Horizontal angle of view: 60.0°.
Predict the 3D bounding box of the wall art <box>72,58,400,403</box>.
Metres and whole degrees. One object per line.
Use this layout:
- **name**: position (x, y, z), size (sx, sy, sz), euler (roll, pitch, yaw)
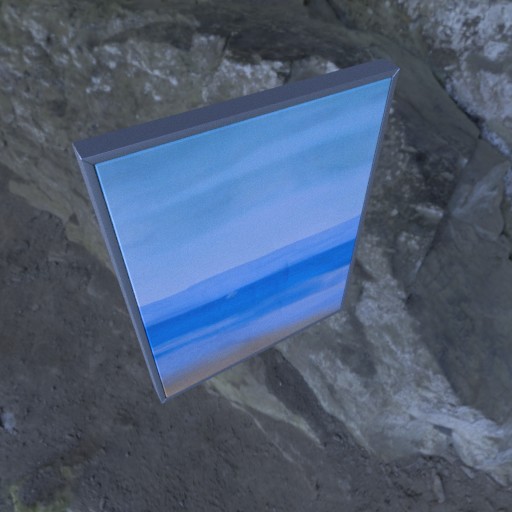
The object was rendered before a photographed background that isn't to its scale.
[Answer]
- **wall art**: position (0.000, 0.000, 0.749), size (0.445, 0.553, 0.039), euler (-23, 50, -21)
